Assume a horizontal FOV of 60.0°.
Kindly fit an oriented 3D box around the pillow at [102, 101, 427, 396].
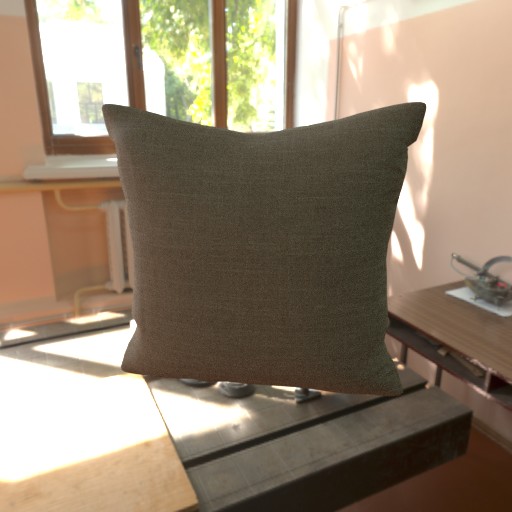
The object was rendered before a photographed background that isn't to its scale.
[{"bbox_3d":[0.000,0.000,0.611,0.424,0.400,0.169,3,17,8],"label":"pillow"}]
